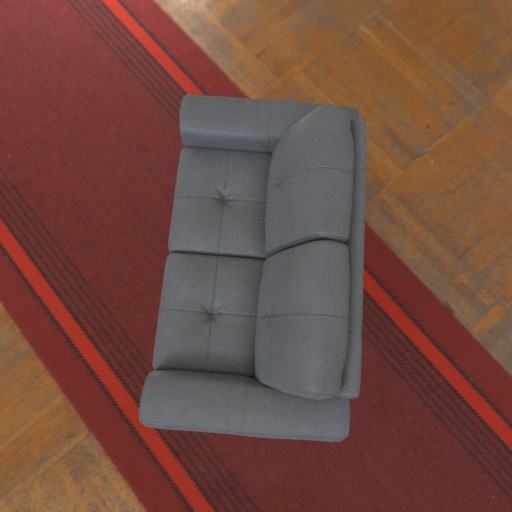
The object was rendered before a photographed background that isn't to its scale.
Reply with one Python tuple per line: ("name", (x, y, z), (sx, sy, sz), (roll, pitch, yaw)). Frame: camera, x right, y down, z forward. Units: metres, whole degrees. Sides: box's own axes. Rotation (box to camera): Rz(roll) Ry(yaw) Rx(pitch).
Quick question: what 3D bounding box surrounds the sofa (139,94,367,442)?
("sofa", (0.000, 0.000, 2.373), (1.018, 0.907, 1.806), (5, 77, 1))
